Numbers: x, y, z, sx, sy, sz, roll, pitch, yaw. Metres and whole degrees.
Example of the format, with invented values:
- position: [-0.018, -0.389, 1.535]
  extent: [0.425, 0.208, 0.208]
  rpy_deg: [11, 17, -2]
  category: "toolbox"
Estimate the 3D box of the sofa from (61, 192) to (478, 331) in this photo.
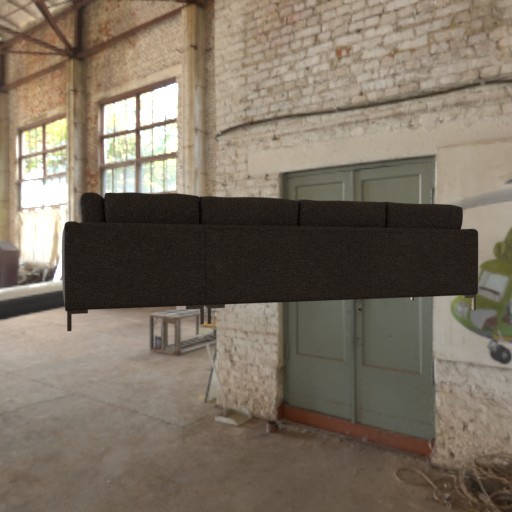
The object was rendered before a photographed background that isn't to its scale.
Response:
- position: [0.000, 0.000, 3.850]
  extent: [2.949, 0.815, 2.007]
  rpy_deg: [0, 1, -18]
  category: "sofa"
